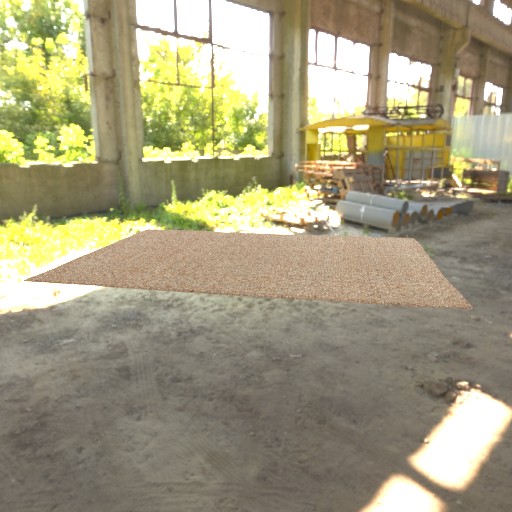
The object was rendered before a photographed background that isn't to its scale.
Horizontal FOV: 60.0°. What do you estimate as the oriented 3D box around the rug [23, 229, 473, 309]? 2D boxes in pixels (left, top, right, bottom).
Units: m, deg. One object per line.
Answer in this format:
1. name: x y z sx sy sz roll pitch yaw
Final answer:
1. rug: 0.000 0.000 2.769 2.141 0.013 1.566 2 14 10
